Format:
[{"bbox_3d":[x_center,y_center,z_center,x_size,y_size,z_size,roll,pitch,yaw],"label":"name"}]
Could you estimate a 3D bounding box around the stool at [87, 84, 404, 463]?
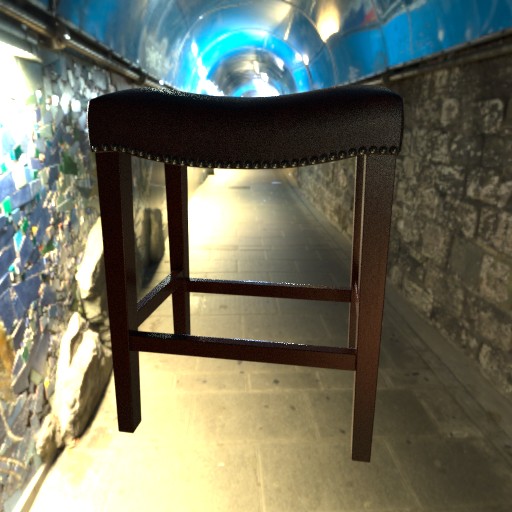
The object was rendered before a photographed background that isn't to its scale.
[{"bbox_3d":[0.000,0.000,0.926,0.504,0.657,0.372,3,17,10],"label":"stool"}]
